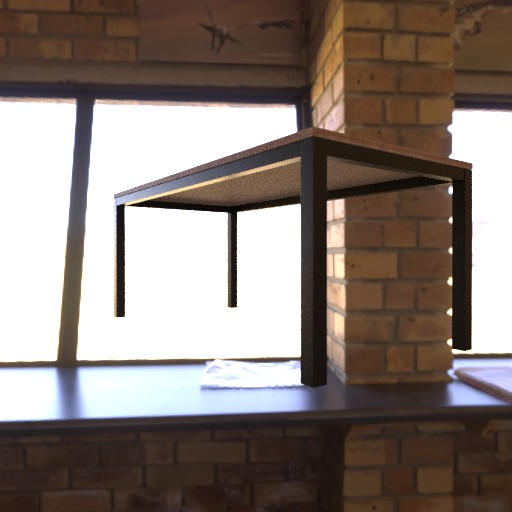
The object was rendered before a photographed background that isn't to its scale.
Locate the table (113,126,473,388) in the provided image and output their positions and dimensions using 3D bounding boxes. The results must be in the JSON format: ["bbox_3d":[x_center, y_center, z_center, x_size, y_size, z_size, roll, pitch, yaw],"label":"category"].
[{"bbox_3d":[0.000,0.000,2.289,0.893,0.767,1.805,0,0,-36],"label":"table"}]
